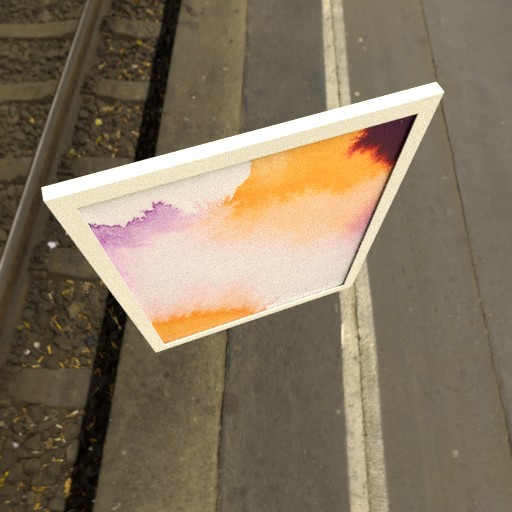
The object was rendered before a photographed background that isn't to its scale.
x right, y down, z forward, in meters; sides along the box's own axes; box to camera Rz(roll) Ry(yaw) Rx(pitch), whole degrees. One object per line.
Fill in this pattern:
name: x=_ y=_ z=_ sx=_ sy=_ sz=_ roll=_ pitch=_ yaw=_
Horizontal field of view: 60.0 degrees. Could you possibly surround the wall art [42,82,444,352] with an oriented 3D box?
wall art: x=0.000 y=0.000 z=1.058 sx=0.661 sy=0.811 sz=0.026 roll=-17 pitch=64 yaw=-9
